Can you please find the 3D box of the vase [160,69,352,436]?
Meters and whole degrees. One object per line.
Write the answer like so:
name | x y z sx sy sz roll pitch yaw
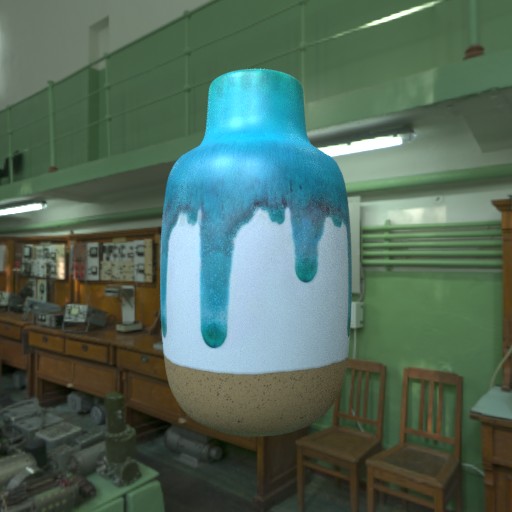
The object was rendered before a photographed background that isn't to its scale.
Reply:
vase | 0.000 0.000 0.251 0.106 0.192 0.106 0 -1 0
